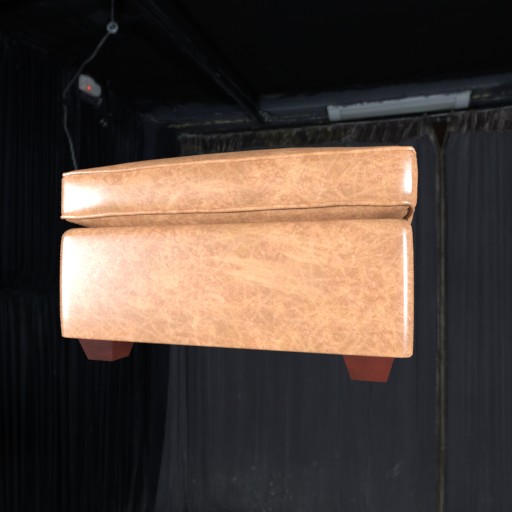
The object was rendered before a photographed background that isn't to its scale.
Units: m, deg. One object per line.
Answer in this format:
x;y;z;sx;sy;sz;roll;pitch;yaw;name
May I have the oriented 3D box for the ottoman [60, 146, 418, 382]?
0.000;0.000;1.113;0.756;0.468;0.554;0;-1;18;ottoman
